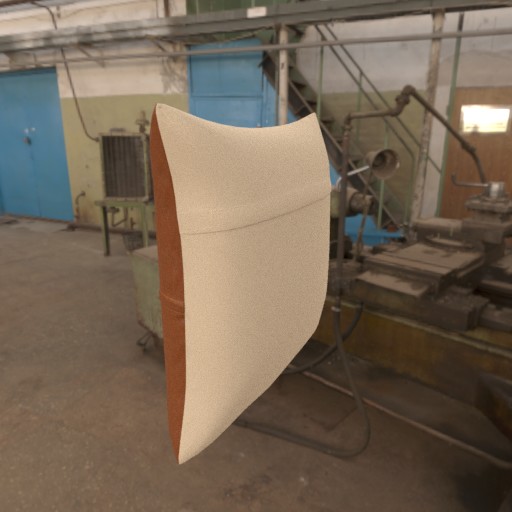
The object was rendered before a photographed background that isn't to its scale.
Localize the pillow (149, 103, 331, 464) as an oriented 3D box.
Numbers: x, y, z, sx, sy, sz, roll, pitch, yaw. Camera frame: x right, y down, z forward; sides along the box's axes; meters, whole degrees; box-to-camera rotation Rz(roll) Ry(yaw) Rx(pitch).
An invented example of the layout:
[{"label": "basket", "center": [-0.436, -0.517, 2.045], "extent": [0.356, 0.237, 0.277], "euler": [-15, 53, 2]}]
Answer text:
[{"label": "pillow", "center": [0.000, 0.000, 0.758], "extent": [0.192, 0.477, 0.501], "euler": [8, 18, 26]}]
